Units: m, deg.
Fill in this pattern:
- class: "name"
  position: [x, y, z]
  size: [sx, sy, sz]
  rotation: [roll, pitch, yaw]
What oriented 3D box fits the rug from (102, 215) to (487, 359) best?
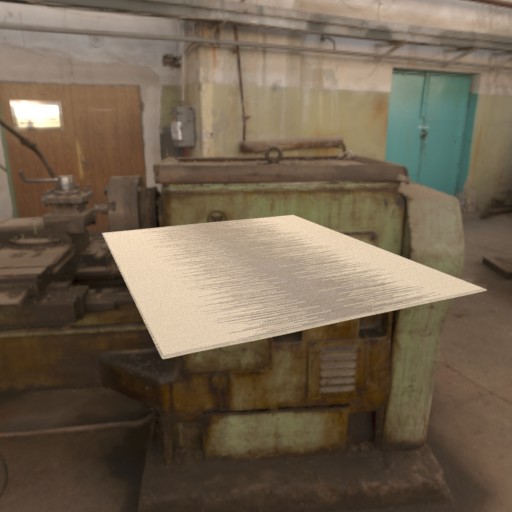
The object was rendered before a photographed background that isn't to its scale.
- class: "rug"
  position: [0.000, 0.000, 4.160]
  size: [2.453, 0.010, 3.037]
  rotation: [-7, 19, -23]
